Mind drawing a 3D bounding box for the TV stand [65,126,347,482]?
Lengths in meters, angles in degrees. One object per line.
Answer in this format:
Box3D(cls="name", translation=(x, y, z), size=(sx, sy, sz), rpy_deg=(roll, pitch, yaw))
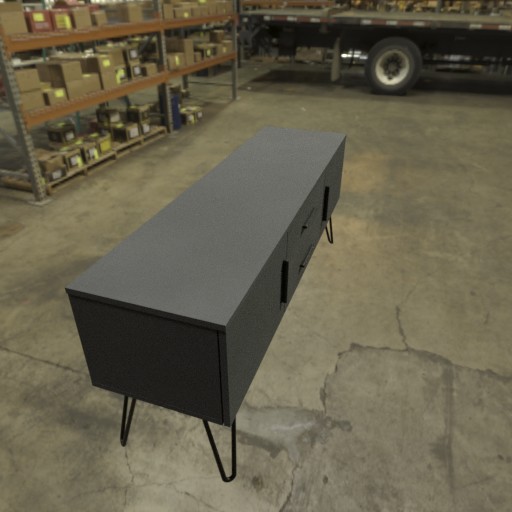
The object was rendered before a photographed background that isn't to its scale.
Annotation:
Box3D(cls="TV stand", translation=(0.000, 0.000, 1.631), size=(0.400, 0.560, 1.400), rpy_deg=(10, 33, 17))
